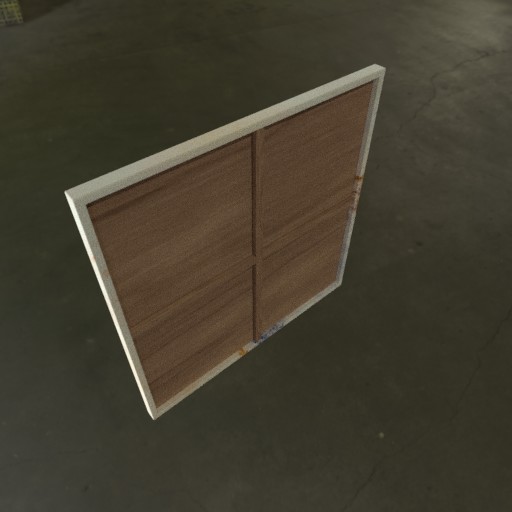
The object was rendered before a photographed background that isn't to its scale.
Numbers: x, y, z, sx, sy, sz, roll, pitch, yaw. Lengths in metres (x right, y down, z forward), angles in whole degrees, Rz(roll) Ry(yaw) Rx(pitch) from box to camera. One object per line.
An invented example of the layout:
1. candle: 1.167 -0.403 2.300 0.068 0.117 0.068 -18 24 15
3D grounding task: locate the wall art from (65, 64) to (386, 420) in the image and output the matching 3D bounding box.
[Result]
1. wall art: 0.000 0.000 1.318 0.889 0.889 0.038 -31 53 -27
